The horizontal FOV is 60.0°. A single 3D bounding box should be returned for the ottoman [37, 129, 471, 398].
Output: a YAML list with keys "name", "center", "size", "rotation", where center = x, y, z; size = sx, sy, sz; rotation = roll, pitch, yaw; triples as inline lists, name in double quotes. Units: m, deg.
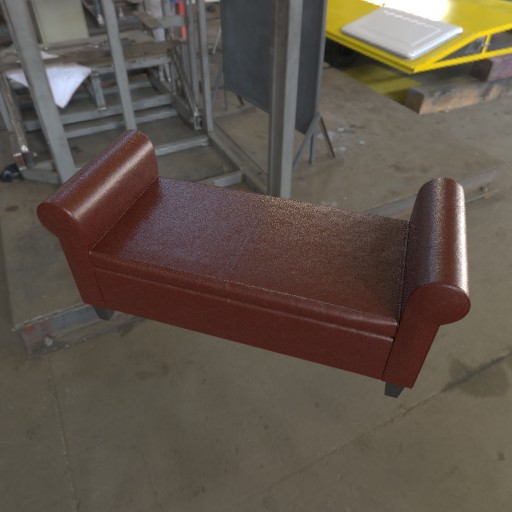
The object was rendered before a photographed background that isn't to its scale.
- name: "ottoman"
  center: [0.000, 0.000, 1.539]
  size: [1.256, 0.547, 0.521]
  rotation: [12, 43, 13]
